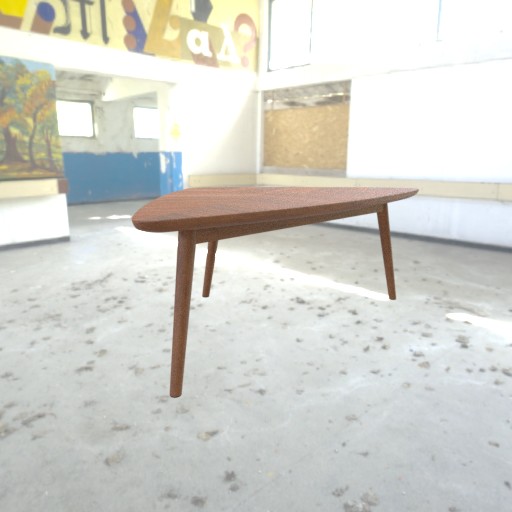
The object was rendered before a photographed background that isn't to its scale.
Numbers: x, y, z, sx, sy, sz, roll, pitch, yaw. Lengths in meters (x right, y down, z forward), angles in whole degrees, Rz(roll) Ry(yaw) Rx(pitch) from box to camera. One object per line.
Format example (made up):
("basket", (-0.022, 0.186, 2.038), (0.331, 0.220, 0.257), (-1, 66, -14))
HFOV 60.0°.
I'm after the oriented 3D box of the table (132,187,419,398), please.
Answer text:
("table", (0.000, 0.000, 1.297), (1.008, 0.365, 0.601), (-13, 18, -43))
